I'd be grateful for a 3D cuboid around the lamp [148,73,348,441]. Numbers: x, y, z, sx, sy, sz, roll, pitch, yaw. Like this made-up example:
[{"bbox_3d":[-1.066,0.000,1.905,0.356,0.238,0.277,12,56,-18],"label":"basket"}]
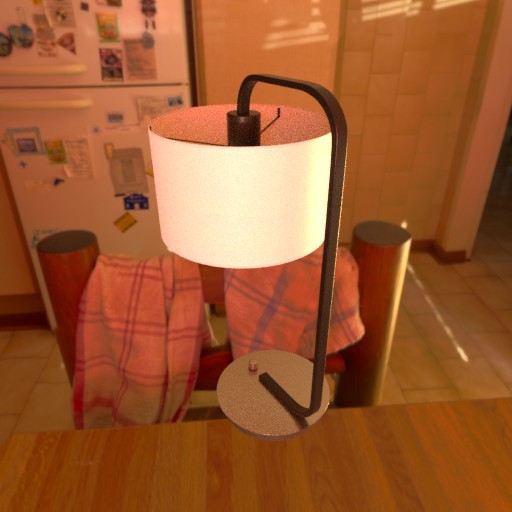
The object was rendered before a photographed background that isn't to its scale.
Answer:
[{"bbox_3d":[0.000,0.000,0.616,0.230,0.473,0.288,-19,34,-30],"label":"lamp"}]
